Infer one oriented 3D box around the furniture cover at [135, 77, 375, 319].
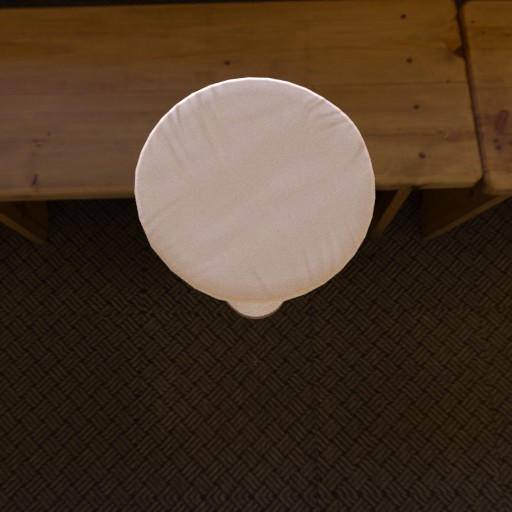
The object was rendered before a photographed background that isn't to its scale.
[{"bbox_3d":[0.000,0.000,2.842,0.914,2.413,0.914,-32,79,-7],"label":"furniture cover"}]
